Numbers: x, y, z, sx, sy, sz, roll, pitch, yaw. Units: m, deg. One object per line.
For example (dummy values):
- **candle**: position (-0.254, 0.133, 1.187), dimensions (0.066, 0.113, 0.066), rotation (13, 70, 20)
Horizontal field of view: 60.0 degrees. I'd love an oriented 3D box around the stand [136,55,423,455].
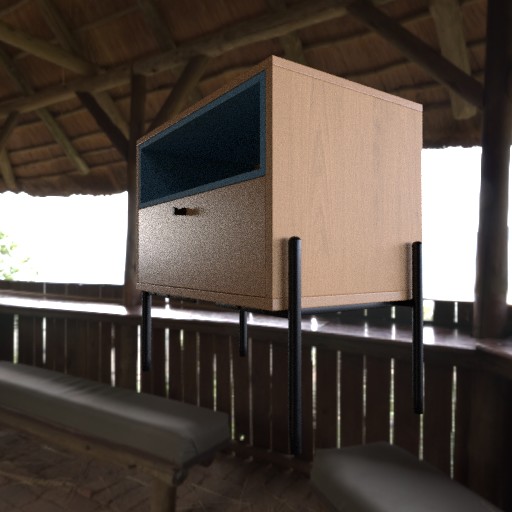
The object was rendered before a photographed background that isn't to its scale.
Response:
- **stand**: position (0.000, 0.000, 1.004), dimensions (0.400, 0.600, 0.630), rotation (0, -1, -35)
